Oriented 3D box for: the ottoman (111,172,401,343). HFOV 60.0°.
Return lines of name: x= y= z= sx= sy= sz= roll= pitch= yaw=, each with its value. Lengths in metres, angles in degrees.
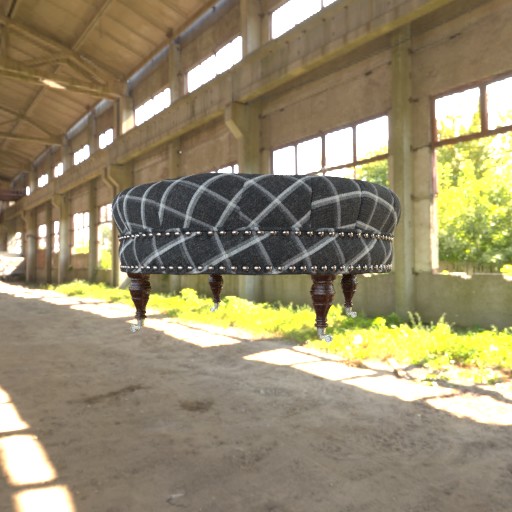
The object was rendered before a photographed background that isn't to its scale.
ottoman: x=0.000 y=0.000 z=1.445 sx=0.901 sy=0.439 sz=0.901 roll=0 pitch=-1 yaw=0
